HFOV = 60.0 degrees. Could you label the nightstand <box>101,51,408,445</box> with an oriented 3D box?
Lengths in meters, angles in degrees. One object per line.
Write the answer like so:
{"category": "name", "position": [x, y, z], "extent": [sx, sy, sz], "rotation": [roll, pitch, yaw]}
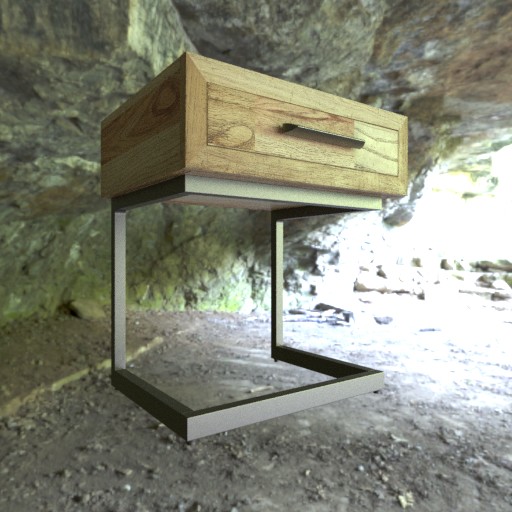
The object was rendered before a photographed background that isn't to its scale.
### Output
{"category": "nightstand", "position": [0.000, 0.000, 1.009], "extent": [0.558, 0.632, 0.481], "rotation": [0, 0, -36]}
